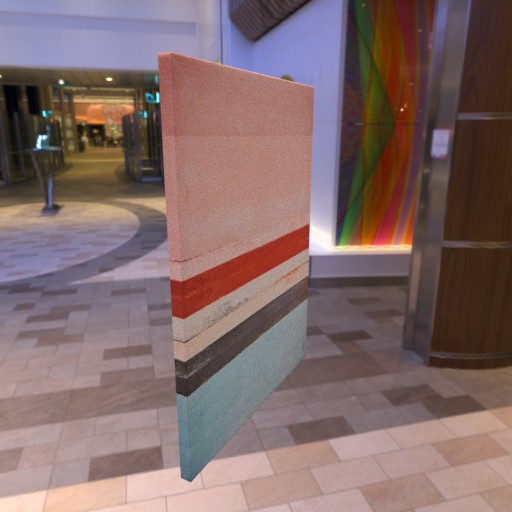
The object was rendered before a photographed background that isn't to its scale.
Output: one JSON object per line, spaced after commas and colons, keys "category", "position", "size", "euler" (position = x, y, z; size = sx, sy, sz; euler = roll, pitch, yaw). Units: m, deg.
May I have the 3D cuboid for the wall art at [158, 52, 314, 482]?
{"category": "wall art", "position": [0.000, 0.000, 1.332], "size": [0.039, 1.016, 0.761], "euler": [8, 17, 28]}
